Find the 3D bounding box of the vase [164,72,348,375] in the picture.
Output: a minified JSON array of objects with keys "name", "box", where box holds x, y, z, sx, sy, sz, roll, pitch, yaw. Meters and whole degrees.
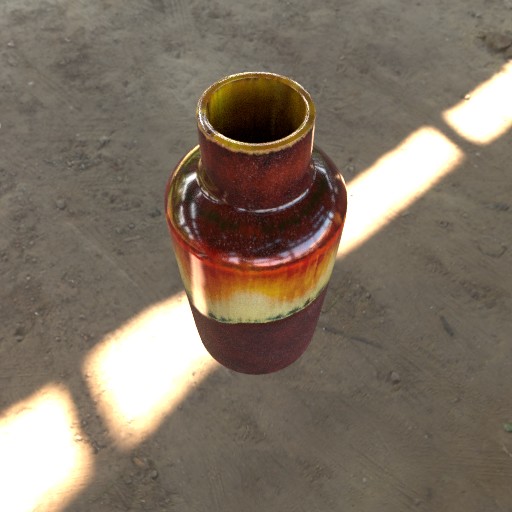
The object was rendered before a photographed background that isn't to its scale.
[{"name":"vase","box":[0.000,0.000,0.321,0.111,0.261,0.111,0,57,0]}]
